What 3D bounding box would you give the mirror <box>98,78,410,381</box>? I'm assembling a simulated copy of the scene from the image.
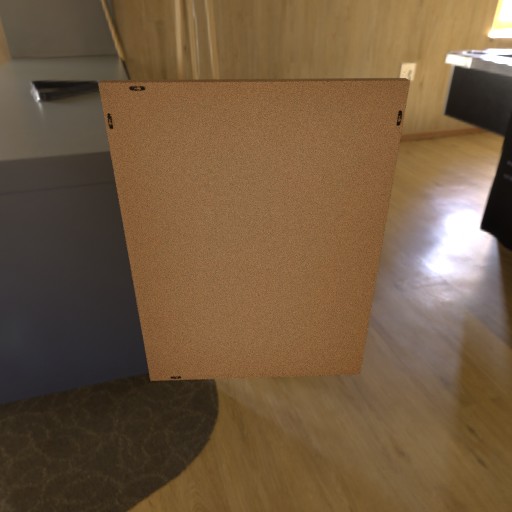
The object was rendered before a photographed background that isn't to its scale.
[{"bbox_3d":[0.000,0.000,1.359,0.762,1.016,0.041,-1,31,-2],"label":"mirror"}]
